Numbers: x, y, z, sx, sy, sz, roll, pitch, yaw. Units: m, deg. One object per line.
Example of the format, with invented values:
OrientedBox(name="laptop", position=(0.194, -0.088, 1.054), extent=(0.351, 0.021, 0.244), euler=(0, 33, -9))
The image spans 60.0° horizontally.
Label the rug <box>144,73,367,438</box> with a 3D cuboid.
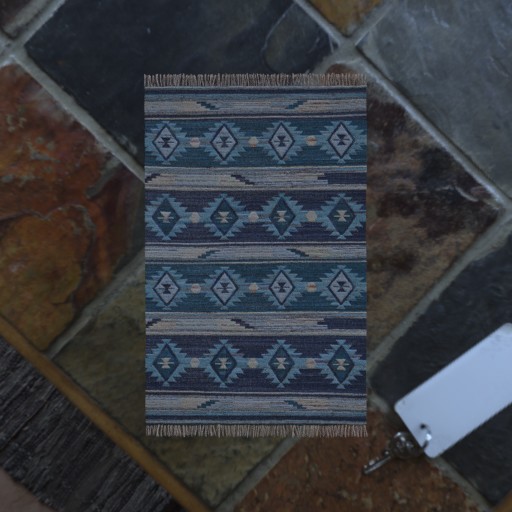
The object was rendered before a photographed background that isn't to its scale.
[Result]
OrientedBox(name="rug", position=(0.000, 0.000, 2.350), extent=(1.181, 0.028, 1.936), euler=(0, 91, 1))
